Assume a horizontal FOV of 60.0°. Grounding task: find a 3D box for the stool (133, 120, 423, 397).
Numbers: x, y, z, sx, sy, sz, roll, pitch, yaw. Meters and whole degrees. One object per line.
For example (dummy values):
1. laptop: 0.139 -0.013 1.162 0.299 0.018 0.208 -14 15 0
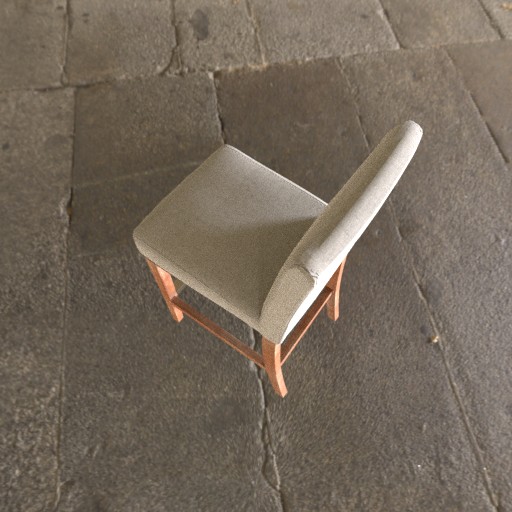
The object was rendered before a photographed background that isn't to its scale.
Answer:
1. stool: 0.000 0.000 1.367 0.570 1.088 0.439 33 67 16
